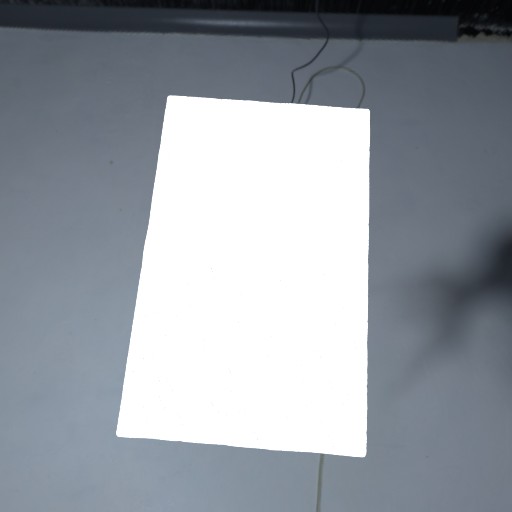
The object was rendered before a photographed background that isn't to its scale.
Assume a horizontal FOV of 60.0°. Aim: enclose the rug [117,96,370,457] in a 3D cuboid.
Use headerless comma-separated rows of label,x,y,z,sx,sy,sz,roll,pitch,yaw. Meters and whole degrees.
rug,0.000,0.000,3.047,1.546,0.010,2.442,4,74,1
